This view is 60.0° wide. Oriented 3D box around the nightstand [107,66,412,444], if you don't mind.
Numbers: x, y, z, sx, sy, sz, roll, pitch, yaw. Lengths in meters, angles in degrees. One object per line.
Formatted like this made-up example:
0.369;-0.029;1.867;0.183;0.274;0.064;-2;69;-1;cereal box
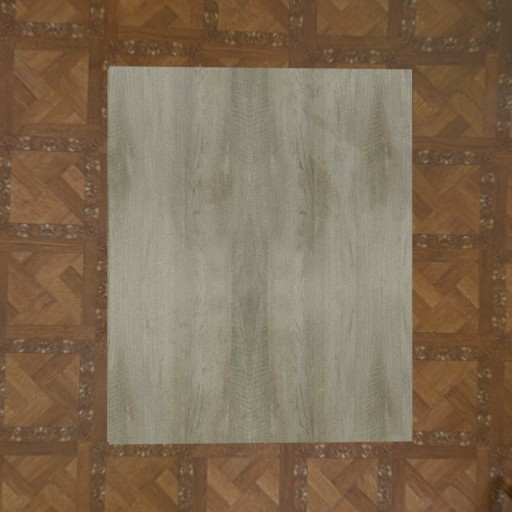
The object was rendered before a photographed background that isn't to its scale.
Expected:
0.000;0.000;0.727;0.347;0.448;0.427;0;90;-1;nightstand
